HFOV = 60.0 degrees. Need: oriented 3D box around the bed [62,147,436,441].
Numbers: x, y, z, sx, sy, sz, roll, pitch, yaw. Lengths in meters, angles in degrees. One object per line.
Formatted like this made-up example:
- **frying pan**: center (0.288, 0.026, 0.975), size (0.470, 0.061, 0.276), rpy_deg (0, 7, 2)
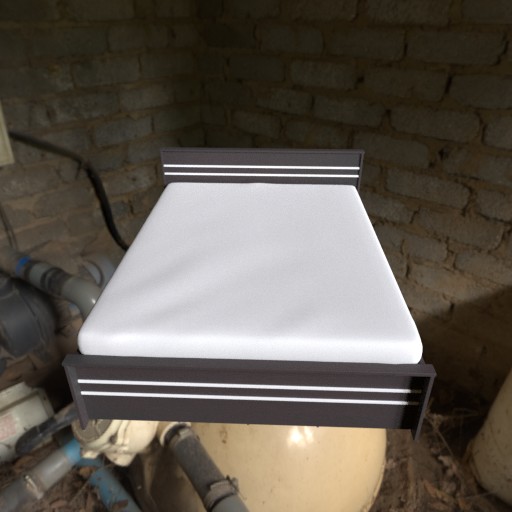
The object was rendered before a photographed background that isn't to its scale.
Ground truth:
- **bed**: center (0.000, 0.000, 2.858), size (1.634, 0.808, 2.103), rpy_deg (1, 29, 2)
